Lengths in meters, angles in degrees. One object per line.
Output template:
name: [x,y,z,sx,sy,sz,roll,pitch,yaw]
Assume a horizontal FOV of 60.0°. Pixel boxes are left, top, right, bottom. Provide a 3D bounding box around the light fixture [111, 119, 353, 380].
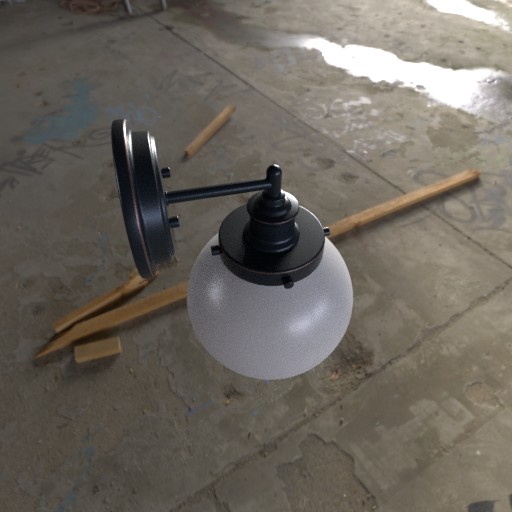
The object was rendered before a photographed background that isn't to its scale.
light fixture: [0.000,0.000,0.479,0.230,0.332,0.197,-10,47,-9]
